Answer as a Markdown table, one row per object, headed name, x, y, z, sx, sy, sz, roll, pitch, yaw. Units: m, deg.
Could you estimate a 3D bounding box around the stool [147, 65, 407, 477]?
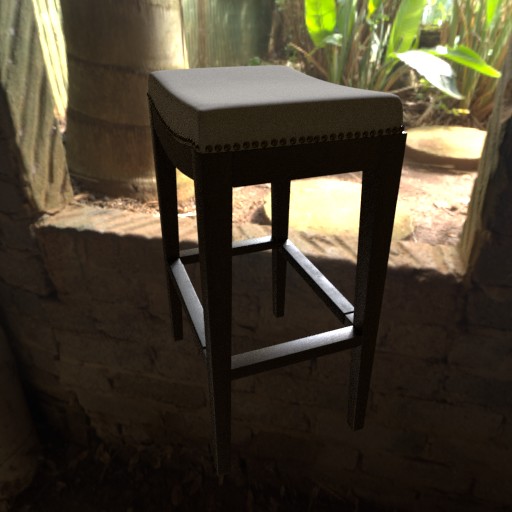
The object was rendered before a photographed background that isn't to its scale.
| name | x | y | z | sx | sy | sz | roll | pitch | yaw |
| --- | --- | --- | --- | --- | --- | --- | --- | --- | --- |
| stool | 0.000 | 0.000 | 1.017 | 0.358 | 0.759 | 0.498 | -10 | 31 | -18 |
